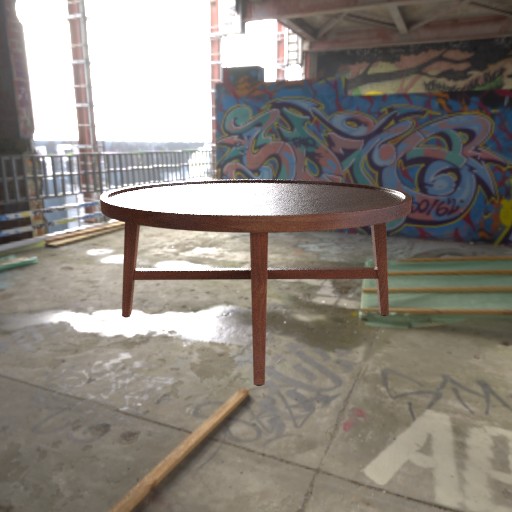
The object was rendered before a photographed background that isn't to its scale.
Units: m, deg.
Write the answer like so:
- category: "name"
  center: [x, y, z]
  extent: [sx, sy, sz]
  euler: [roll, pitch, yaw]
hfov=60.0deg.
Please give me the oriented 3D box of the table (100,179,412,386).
- category: "table"
  center: [0.000, 0.000, 1.245]
  extent: [0.800, 0.360, 0.800]
  euler: [0, 14, 0]
